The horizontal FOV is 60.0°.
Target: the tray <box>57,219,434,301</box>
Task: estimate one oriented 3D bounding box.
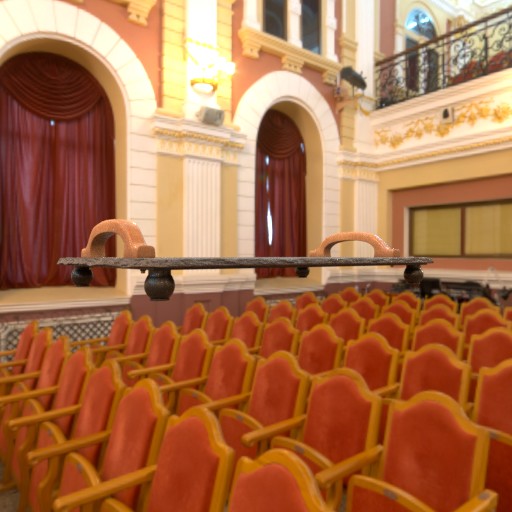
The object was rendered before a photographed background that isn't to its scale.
[{"bbox_3d":[0.000,0.000,0.474,0.387,0.062,0.231,0,0,-38],"label":"tray"}]
